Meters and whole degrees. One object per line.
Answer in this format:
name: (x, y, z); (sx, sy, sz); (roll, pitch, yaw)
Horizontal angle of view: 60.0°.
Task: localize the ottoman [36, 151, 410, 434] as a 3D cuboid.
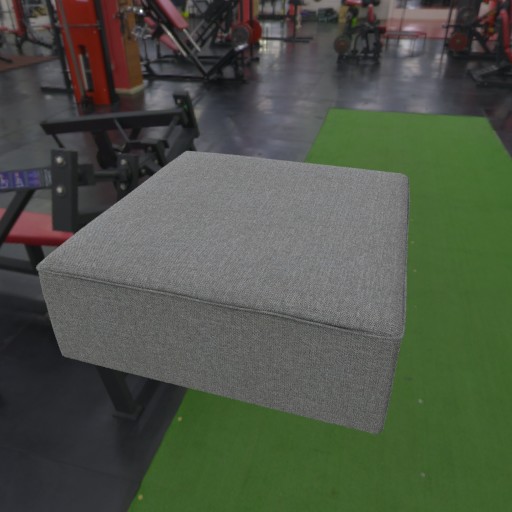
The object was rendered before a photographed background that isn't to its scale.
ottoman: (0.000, 0.000, 1.603); (1.017, 0.423, 1.023); (10, 33, 15)
